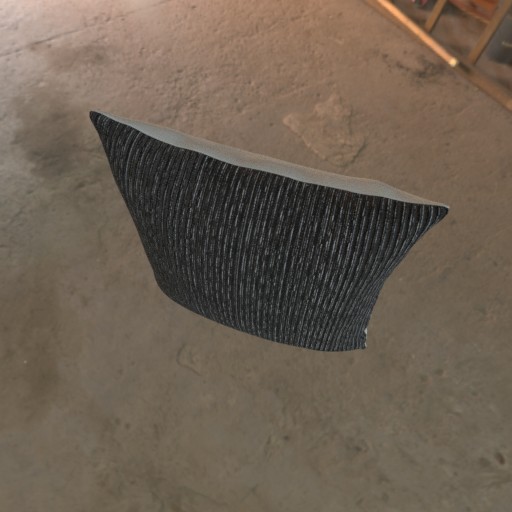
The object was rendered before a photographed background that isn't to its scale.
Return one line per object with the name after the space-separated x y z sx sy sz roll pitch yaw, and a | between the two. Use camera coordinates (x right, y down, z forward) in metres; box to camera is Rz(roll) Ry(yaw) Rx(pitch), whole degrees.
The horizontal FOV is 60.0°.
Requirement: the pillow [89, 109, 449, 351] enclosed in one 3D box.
0.000 0.000 0.681 0.433 0.434 0.196 17 61 10 | pillow
